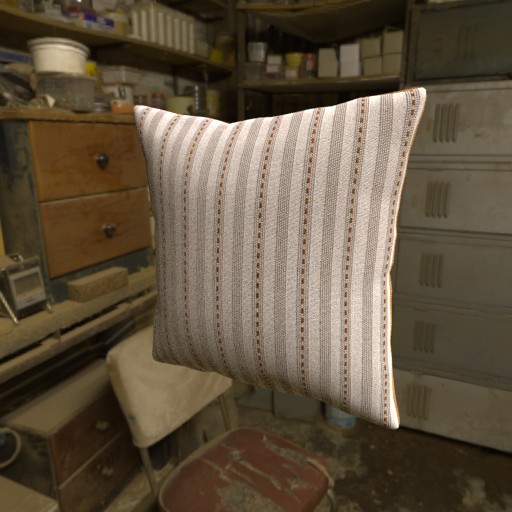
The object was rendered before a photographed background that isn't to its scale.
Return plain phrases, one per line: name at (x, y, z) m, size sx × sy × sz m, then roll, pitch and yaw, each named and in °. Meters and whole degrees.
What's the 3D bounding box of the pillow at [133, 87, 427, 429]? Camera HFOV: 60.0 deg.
pillow at (0.000, 0.000, 0.639) m, size 0.432 × 0.437 × 0.147 m, roll 7°, pitch 16°, yaw 26°
